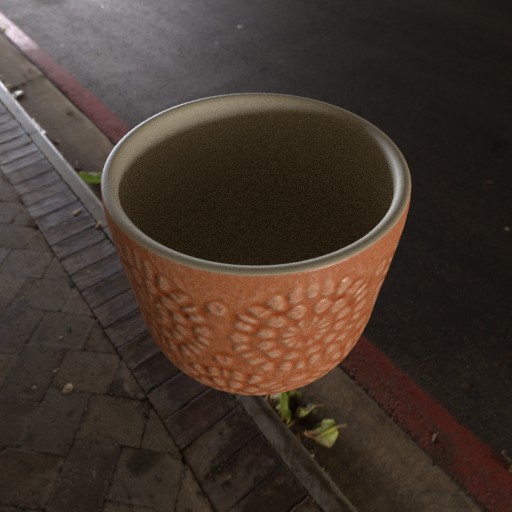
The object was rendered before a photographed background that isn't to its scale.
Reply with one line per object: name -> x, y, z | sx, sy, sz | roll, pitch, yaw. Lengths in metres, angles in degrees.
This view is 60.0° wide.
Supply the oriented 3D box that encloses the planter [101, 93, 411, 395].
planter -> 0.000, 0.000, 0.218 | 0.124, 0.109, 0.124 | 0, 46, 0
